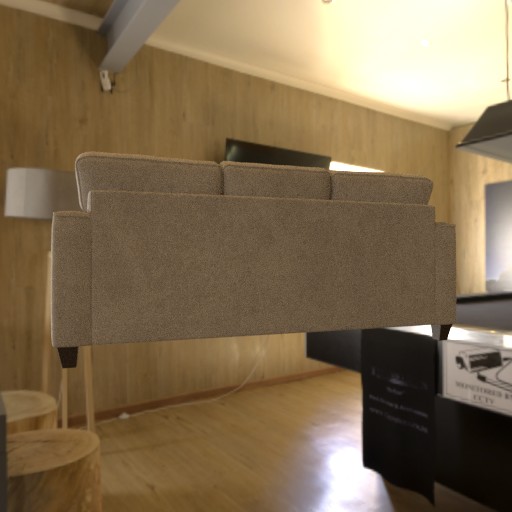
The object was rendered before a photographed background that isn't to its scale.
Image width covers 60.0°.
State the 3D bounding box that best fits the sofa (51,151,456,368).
[{"bbox_3d":[0.000,0.000,2.618,2.133,0.965,0.939,0,0,-18],"label":"sofa"}]
